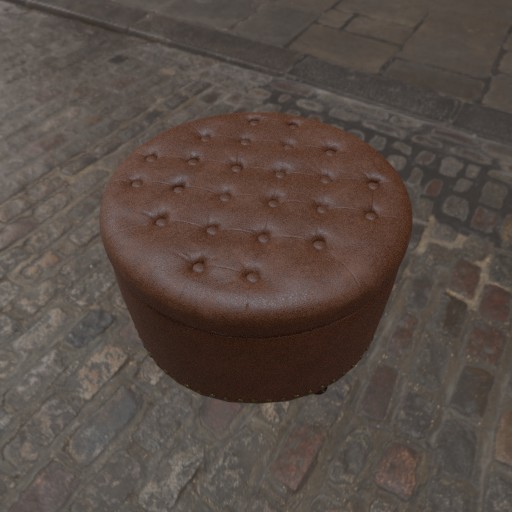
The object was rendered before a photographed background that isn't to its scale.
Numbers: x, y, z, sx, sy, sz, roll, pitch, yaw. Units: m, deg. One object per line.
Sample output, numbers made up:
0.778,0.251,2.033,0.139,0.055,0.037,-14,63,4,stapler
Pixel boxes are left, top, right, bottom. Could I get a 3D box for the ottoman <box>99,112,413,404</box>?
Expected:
0.000,0.000,1.059,0.637,0.442,0.637,0,47,0,ottoman
